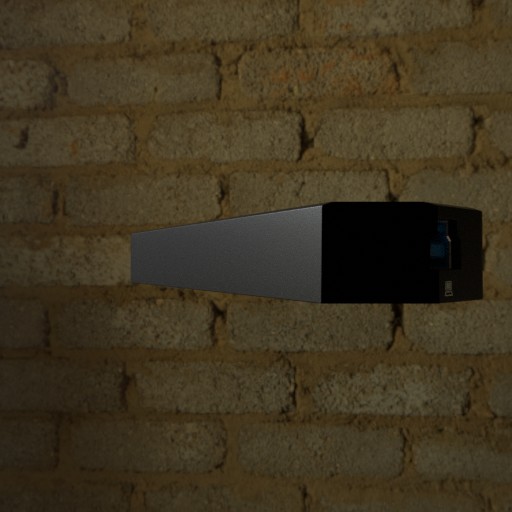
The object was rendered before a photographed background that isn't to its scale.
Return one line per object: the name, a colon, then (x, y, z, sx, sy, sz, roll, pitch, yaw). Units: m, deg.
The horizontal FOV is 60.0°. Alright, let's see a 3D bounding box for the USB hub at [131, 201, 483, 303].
USB hub: (0.000, 0.000, 0.160, 0.044, 0.023, 0.145, 1, -1, -35)
